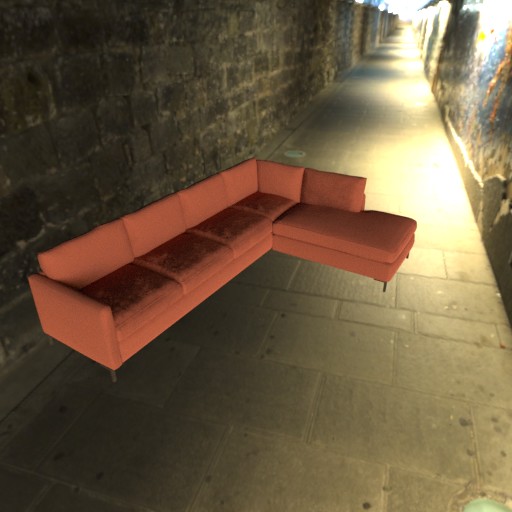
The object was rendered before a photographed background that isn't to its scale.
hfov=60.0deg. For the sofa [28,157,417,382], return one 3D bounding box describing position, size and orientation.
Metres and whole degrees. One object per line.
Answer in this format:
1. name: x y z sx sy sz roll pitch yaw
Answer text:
1. sofa: 0.000 0.000 3.552 1.879 0.757 2.736 17 33 28
